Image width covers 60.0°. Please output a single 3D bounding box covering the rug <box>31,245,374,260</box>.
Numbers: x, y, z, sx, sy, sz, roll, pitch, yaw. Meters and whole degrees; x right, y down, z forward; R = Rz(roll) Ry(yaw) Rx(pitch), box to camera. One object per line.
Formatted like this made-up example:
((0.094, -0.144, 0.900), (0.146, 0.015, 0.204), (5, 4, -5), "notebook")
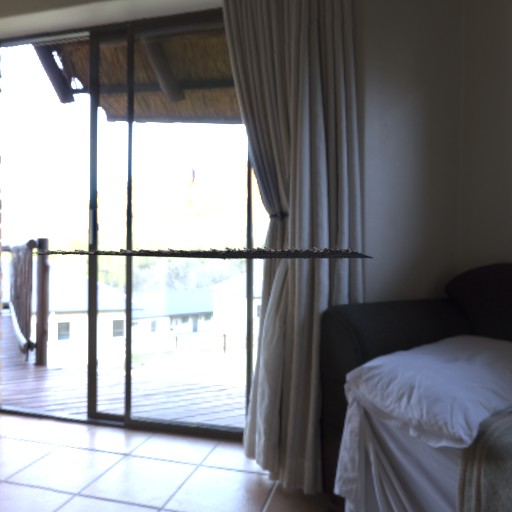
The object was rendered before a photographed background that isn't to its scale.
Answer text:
((0.000, 0.000, 2.394), (1.181, 0.028, 1.936), (0, -1, 17), "rug")
